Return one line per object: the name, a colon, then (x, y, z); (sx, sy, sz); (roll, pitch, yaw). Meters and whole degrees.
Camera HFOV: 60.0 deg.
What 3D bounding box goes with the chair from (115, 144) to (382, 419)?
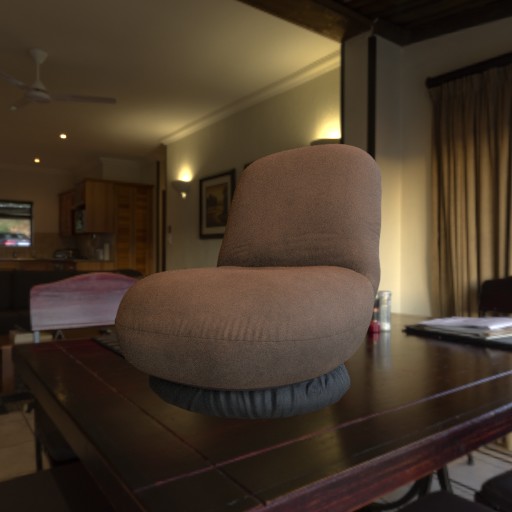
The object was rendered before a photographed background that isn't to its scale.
chair: (0.000, 0.000, 1.023); (0.521, 0.594, 0.597); (0, 0, 35)
